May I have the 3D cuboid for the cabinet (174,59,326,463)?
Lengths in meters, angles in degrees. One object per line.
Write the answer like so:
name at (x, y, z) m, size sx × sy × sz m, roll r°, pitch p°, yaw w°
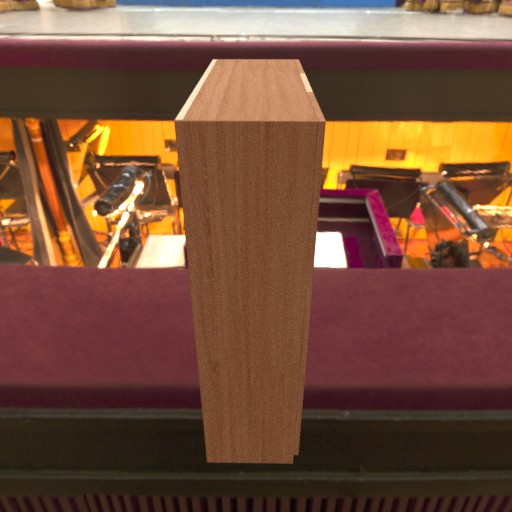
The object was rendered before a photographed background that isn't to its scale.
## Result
cabinet at (0.000, 0.000, 2.846) m, size 0.590 × 2.120 × 1.500 m, roll 0°, pitch 32°, yaw 1°
